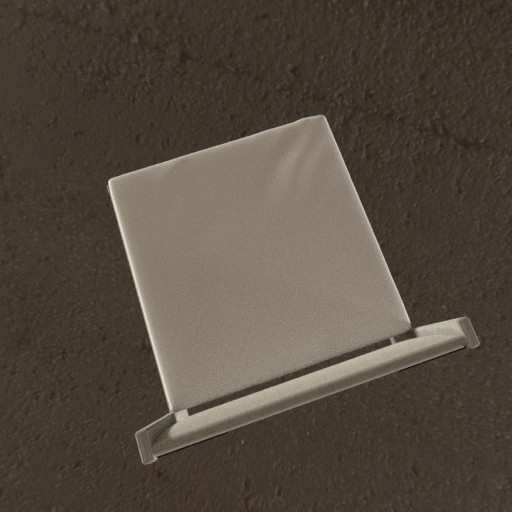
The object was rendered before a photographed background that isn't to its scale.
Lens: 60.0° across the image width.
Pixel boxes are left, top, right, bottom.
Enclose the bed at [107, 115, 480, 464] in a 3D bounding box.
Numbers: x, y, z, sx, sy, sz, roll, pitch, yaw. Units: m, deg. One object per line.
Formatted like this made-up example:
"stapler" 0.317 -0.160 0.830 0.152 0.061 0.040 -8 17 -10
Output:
"bed" 0.000 0.000 3.589 2.140 1.470 2.280 -18 77 -4
